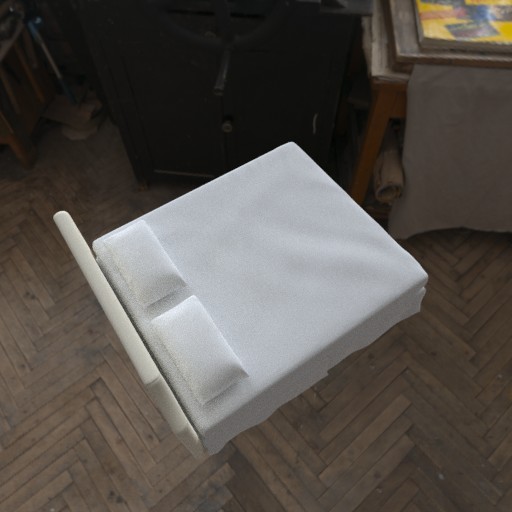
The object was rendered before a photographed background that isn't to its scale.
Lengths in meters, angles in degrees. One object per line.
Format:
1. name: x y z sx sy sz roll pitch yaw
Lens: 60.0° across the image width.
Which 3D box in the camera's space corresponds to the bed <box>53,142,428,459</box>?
1. bed: 0.000 0.000 4.202 2.773 1.590 2.350 -30 63 -17
